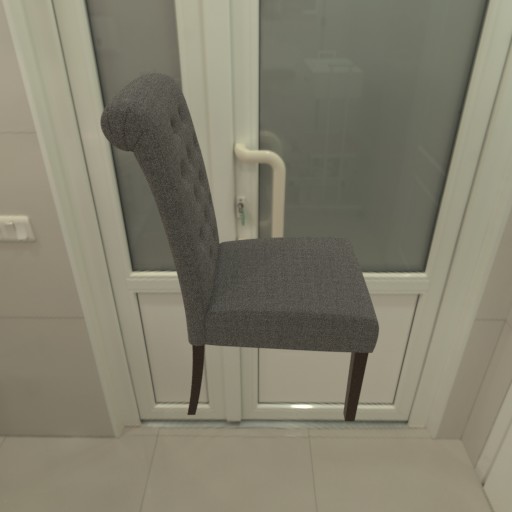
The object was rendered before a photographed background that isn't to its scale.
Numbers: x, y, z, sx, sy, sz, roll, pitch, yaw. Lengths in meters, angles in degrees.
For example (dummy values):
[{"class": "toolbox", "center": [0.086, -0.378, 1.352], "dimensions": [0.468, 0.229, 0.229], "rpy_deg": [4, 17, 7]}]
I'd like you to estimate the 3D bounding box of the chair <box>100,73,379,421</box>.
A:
[{"class": "chair", "center": [0.000, 0.000, 1.344], "dimensions": [0.671, 1.006, 0.456], "rpy_deg": [0, 31, 0]}]
